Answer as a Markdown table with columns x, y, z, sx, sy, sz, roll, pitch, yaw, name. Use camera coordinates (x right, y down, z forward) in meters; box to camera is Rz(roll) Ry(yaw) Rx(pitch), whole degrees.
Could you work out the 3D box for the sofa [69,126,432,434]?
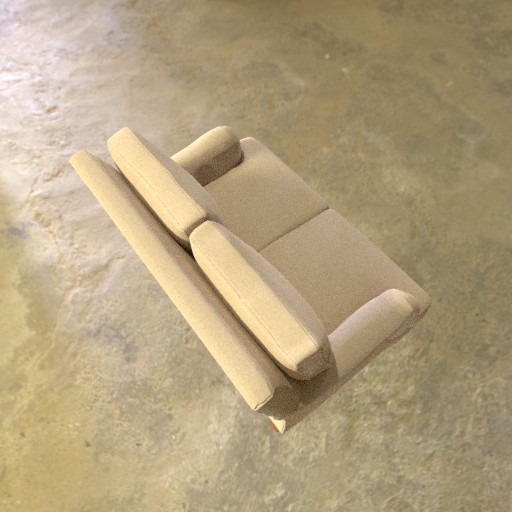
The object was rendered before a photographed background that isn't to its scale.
| x | y | z | sx | sy | sz | roll | pitch | yaw | name |
| --- | --- | --- | --- | --- | --- | --- | --- | --- | --- |
| 0.000 | 0.000 | 2.275 | 1.087 | 1.048 | 1.508 | -32 | 62 | -20 | sofa |
